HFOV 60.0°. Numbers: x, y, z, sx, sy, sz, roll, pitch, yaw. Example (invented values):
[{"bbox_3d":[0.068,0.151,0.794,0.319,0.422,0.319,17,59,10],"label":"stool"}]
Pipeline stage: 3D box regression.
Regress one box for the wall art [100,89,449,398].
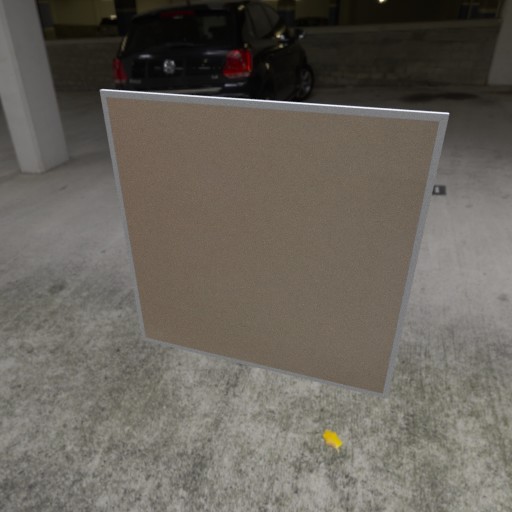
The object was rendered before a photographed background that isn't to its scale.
[{"bbox_3d":[0.000,0.000,0.675,0.456,0.456,0.007,10,32,16],"label":"wall art"}]
